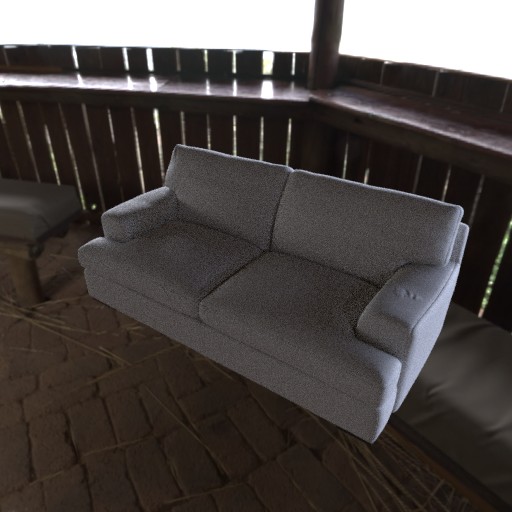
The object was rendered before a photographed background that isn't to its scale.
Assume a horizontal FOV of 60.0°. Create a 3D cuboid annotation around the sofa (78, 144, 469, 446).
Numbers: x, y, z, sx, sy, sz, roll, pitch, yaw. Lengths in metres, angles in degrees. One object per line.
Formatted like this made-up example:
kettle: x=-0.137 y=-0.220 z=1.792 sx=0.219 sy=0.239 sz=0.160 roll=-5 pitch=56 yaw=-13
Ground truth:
sofa: x=0.000 y=0.000 z=2.800 sx=2.261 sy=0.940 sz=1.143 roll=19 pitch=35 yaw=30
